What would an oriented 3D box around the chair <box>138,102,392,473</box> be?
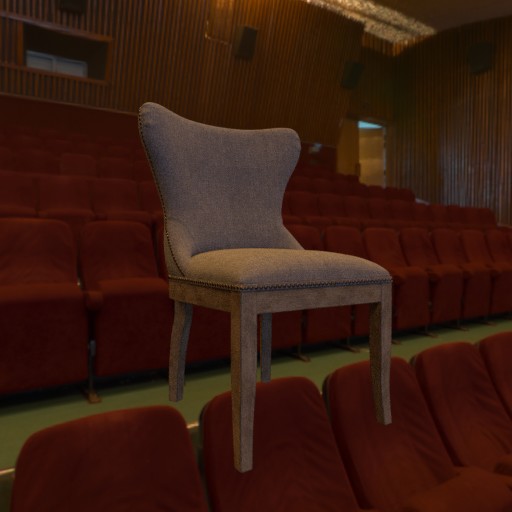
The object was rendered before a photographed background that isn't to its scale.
[{"bbox_3d":[0.000,0.000,1.455,0.654,1.002,0.681,-1,1,-34],"label":"chair"}]
